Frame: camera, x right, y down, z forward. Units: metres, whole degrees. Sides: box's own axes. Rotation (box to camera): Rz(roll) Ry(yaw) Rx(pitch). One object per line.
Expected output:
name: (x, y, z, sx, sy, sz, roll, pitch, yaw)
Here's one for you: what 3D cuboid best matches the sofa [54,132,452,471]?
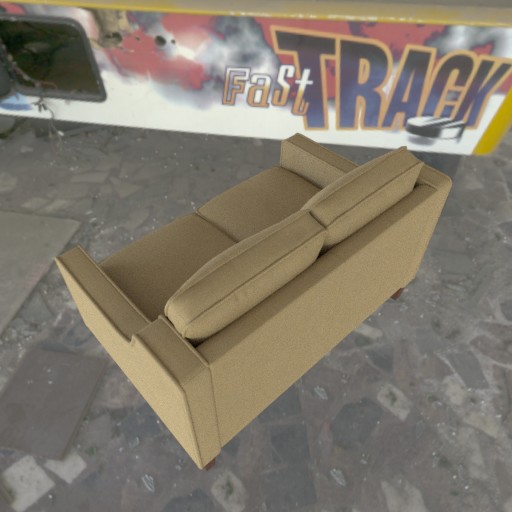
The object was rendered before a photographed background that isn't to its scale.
sofa: (0.000, 0.000, 2.121, 1.501, 0.971, 0.987, -33, 55, -28)
